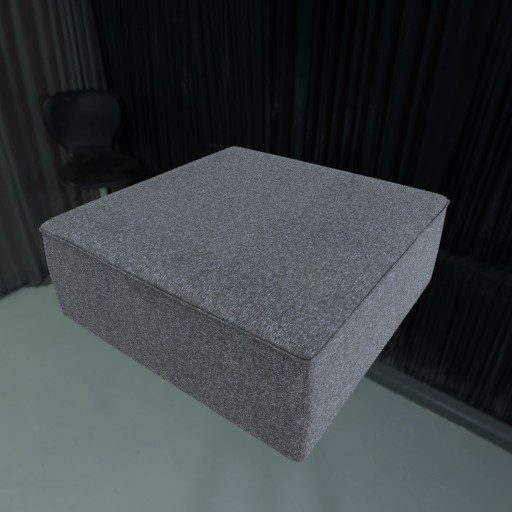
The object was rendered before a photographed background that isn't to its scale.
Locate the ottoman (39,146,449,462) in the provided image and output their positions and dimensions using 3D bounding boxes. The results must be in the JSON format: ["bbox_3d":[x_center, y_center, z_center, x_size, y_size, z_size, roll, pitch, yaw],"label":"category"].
[{"bbox_3d":[0.000,0.000,1.574,1.021,0.423,1.017,21,37,31],"label":"ottoman"}]
